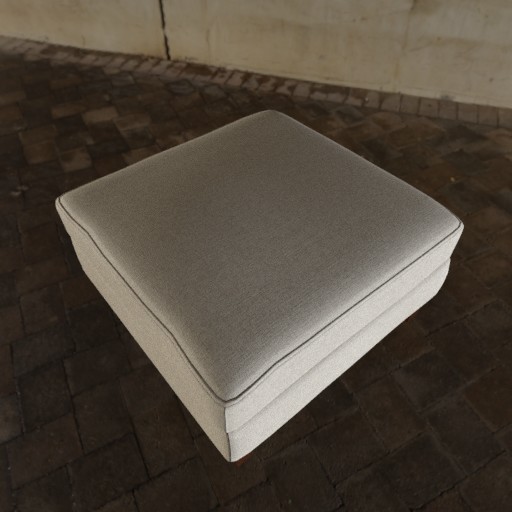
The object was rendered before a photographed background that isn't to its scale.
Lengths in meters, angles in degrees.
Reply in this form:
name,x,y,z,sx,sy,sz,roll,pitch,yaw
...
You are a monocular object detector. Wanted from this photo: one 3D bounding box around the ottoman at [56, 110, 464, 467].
name,x,y,z,sx,sy,sz,roll,pitch,yaw
ottoman,0.000,0.000,1.351,0.838,0.478,0.838,-31,54,-26
